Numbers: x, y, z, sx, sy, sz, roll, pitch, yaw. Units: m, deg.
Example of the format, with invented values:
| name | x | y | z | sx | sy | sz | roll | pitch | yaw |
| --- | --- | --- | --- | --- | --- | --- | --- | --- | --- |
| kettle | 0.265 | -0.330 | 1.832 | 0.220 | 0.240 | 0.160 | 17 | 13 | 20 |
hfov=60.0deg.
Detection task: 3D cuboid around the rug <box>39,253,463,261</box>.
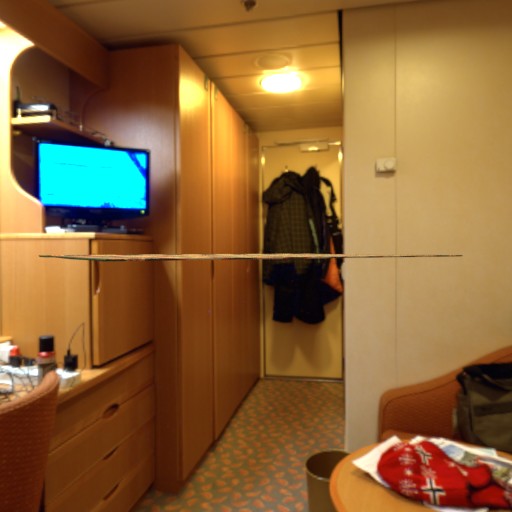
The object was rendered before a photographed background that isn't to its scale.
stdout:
| name | x | y | z | sx | sy | sz | roll | pitch | yaw |
| --- | --- | --- | --- | --- | --- | --- | --- | --- | --- |
| rug | 0.000 | 0.000 | 3.006 | 2.447 | 0.011 | 1.520 | -1 | 1 | -35 |
